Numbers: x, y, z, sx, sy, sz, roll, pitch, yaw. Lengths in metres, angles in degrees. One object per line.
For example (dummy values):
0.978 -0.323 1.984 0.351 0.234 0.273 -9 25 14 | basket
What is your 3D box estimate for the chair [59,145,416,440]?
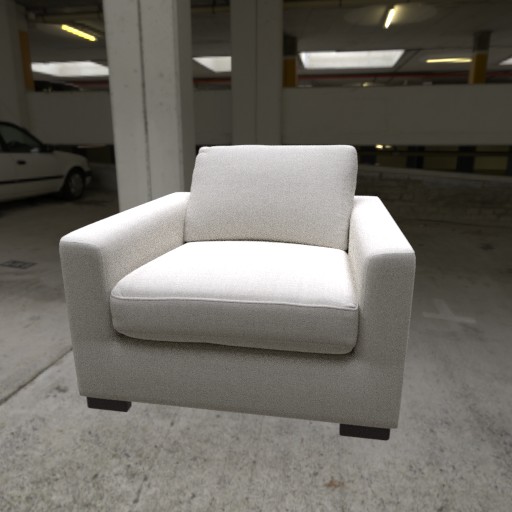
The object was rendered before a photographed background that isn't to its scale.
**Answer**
0.000 0.000 1.825 1.070 0.876 1.100 3 15 9 | chair
